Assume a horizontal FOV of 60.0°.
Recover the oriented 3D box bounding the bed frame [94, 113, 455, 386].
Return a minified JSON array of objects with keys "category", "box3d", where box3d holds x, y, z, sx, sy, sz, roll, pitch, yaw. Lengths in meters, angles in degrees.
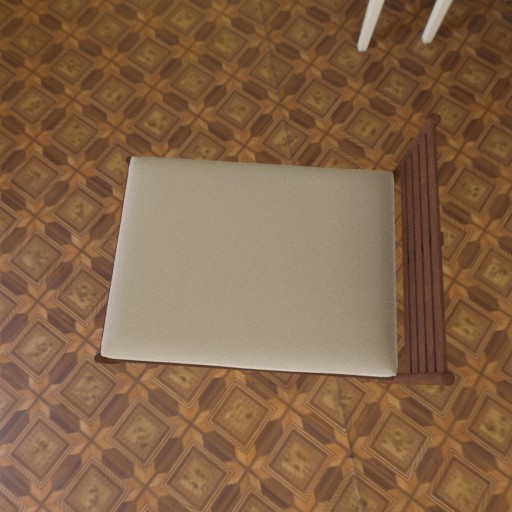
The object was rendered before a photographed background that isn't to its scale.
[{"category":"bed frame","box3d":[0.000,0.000,3.221,2.234,1.321,1.655,4,74,1]}]
